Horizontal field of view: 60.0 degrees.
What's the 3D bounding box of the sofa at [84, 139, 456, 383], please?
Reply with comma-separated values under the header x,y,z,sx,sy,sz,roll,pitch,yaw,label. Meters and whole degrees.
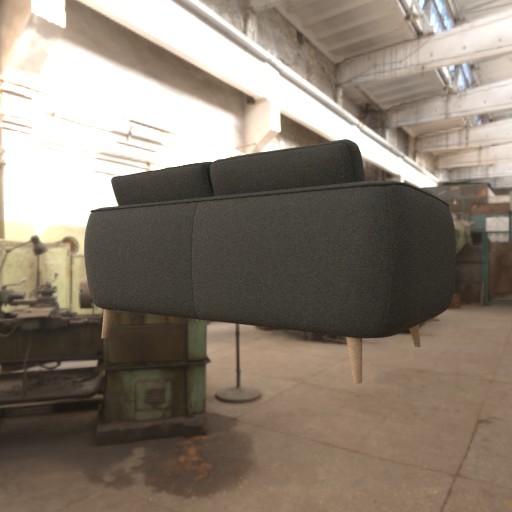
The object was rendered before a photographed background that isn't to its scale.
x,y,z,sx,sy,sz,roll,pitch,yaw,label
0.000,0.000,2.202,1.700,0.850,0.920,0,0,35,sofa
